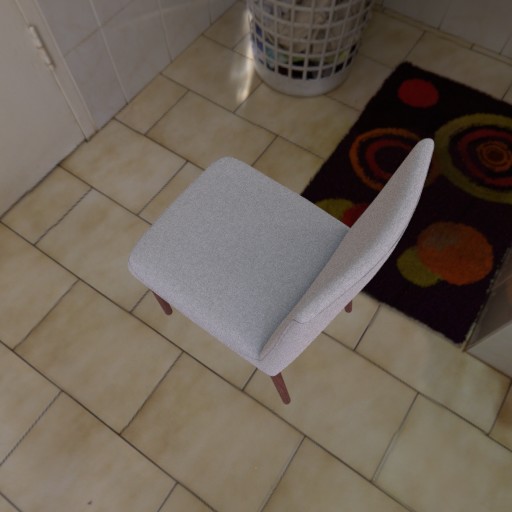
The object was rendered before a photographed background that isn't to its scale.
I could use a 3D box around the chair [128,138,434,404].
[{"bbox_3d":[0.000,0.000,1.153,0.570,0.859,0.456,34,69,15],"label":"chair"}]
